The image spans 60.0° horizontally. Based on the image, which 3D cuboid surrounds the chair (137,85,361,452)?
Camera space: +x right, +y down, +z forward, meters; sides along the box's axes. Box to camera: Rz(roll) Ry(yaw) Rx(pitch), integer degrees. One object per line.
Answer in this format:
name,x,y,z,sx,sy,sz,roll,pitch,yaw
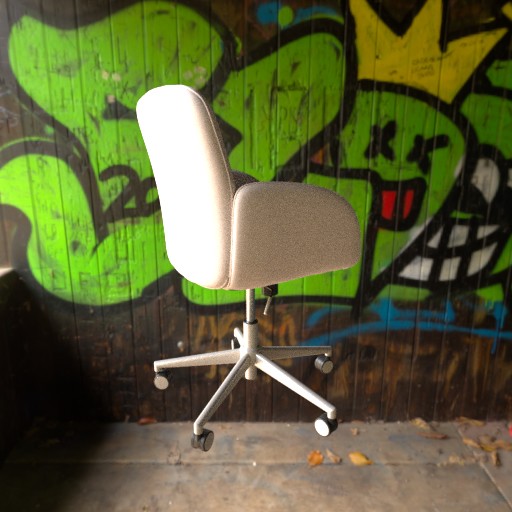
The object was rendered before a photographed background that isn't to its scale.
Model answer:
chair,0.000,0.000,1.393,0.633,0.959,0.648,-8,17,-27
